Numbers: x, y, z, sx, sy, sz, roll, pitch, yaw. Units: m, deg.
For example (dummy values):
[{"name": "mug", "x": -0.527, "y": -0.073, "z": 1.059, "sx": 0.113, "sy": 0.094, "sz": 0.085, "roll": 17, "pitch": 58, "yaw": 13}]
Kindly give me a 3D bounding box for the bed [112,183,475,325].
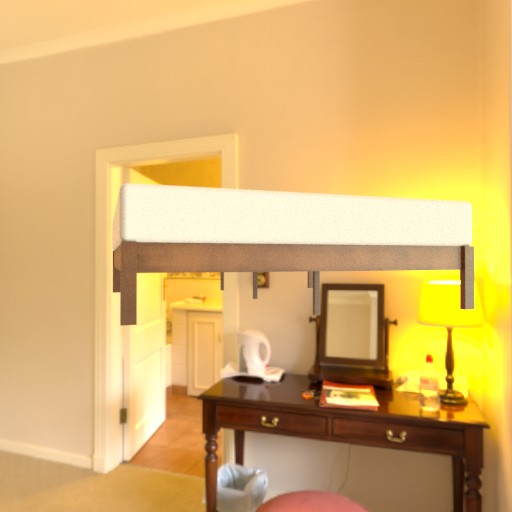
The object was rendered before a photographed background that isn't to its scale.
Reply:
[{"name": "bed", "x": 0.000, "y": 0.000, "z": 3.175, "sx": 1.930, "sy": 0.616, "sz": 2.049, "roll": 0, "pitch": -1, "yaw": -19}]
